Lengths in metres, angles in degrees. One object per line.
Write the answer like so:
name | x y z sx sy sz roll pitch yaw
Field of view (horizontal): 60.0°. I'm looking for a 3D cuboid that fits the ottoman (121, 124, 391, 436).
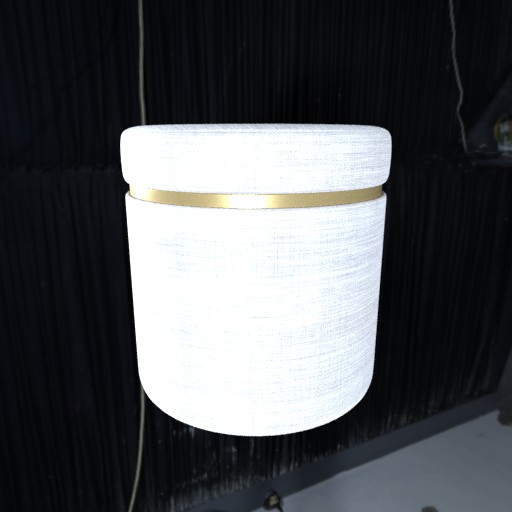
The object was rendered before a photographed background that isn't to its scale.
ottoman | 0.000 0.000 0.727 0.400 0.406 0.400 0 15 0
